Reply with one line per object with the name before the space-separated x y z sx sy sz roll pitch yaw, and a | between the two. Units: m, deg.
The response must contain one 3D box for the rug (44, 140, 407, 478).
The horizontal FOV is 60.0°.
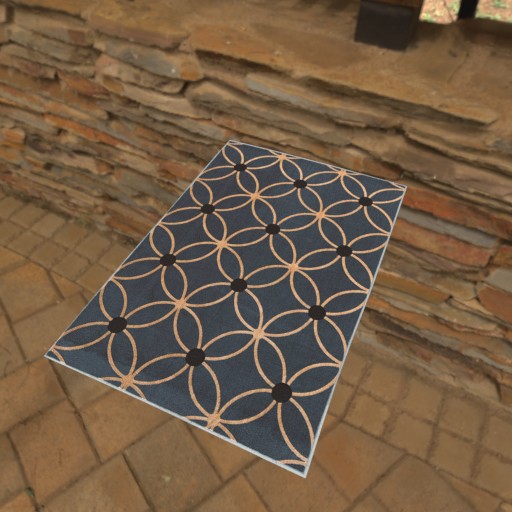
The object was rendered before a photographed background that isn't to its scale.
rug | 0.000 0.000 2.903 1.522 0.008 2.284 18 50 16
